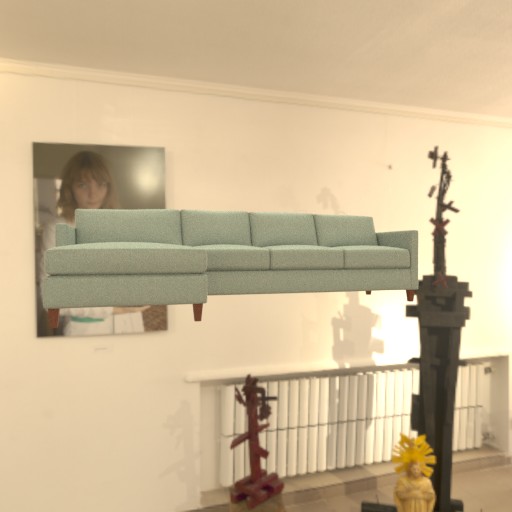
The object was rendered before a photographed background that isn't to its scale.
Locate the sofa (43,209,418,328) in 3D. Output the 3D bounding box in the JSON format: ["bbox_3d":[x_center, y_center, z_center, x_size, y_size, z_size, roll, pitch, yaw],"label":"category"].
[{"bbox_3d":[0.000,0.000,4.188,3.470,0.953,1.600,0,0,-18],"label":"sofa"}]
